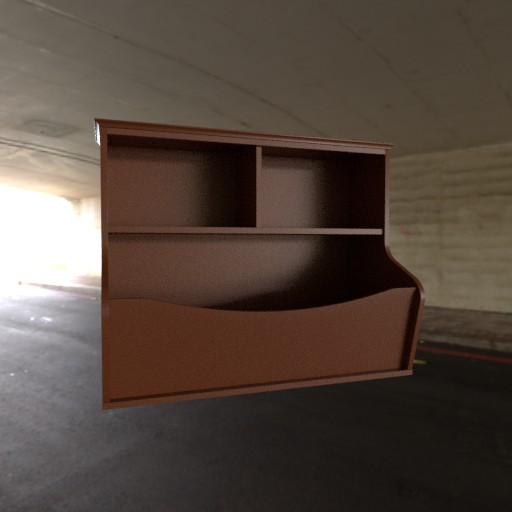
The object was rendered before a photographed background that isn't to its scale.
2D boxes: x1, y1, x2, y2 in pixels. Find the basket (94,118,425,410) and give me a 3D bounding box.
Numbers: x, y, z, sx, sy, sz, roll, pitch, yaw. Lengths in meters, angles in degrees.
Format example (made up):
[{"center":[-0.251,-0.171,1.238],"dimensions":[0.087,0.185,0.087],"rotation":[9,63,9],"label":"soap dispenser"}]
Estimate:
[{"center":[0.000,0.000,1.166],"dimensions":[0.792,0.625,0.376],"rotation":[-1,2,-19],"label":"basket"}]
